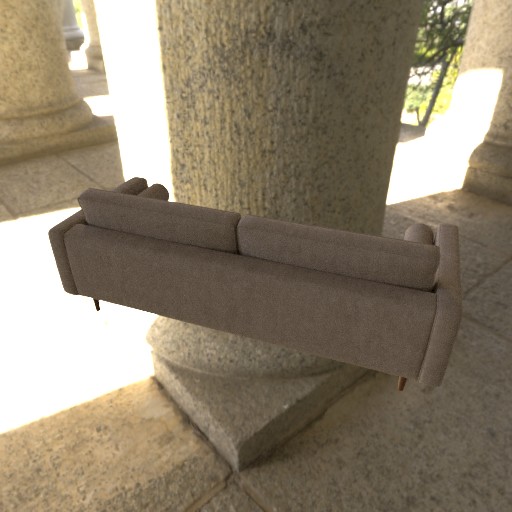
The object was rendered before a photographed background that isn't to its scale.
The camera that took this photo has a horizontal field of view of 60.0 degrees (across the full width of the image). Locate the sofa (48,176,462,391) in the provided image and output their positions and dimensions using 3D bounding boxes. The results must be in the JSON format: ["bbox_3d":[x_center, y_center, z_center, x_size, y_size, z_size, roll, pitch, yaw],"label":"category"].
[{"bbox_3d":[0.000,0.000,2.632,2.200,0.770,0.919,11,34,17],"label":"sofa"}]
